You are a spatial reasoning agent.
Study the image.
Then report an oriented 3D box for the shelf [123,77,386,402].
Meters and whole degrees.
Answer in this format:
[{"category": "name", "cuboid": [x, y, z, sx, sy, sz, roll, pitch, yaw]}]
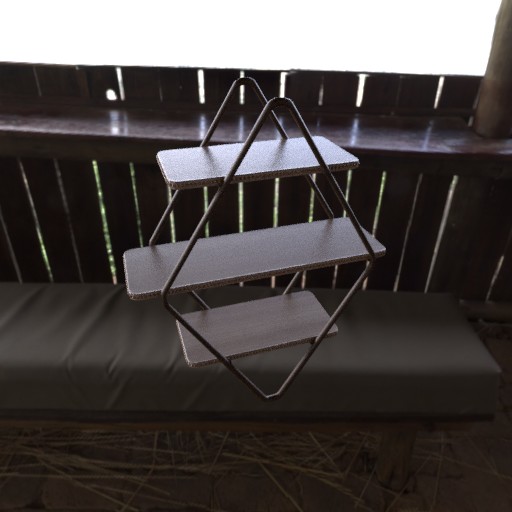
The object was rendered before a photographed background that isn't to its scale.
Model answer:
[{"category": "shelf", "cuboid": [0.000, 0.000, 1.066, 0.609, 0.774, 0.234, -9, 32, -15]}]
